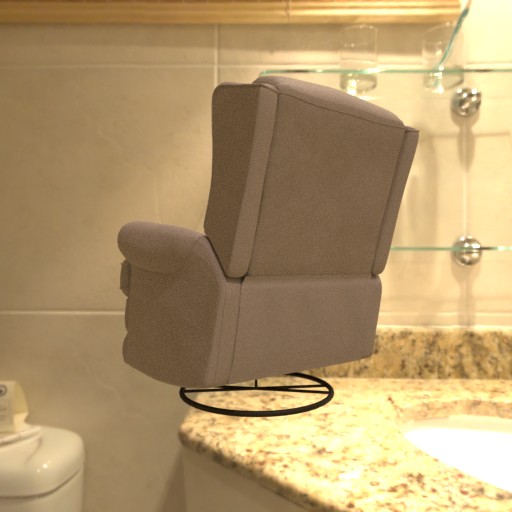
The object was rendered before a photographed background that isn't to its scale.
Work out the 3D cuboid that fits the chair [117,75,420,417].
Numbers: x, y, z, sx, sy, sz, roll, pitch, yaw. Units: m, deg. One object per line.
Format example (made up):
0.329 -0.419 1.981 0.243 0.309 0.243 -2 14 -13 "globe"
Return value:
0.000 0.000 1.668 0.847 1.011 0.969 1 -1 -36 "chair"
